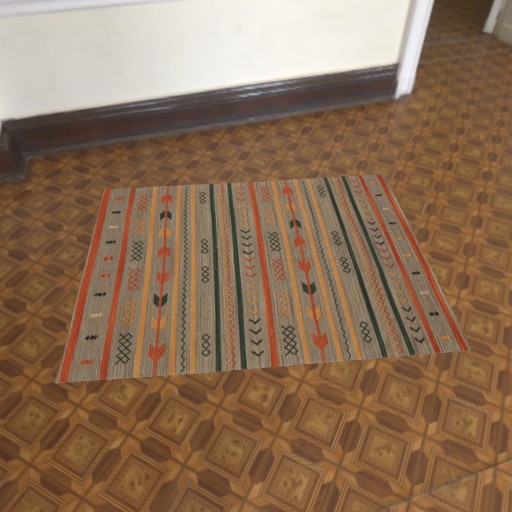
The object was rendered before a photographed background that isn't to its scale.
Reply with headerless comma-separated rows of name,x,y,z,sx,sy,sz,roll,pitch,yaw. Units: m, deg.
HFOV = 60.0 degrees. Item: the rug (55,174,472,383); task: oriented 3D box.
rug,0.000,0.000,3.981,3.029,0.022,2.263,-4,46,-4
